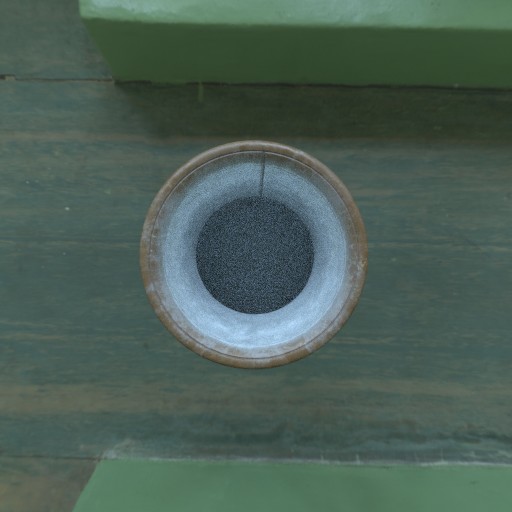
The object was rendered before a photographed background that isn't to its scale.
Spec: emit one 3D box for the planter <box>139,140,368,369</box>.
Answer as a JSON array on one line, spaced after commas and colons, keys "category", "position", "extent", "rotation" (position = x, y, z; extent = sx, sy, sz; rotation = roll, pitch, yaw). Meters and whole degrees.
[{"category": "planter", "position": [0.000, 0.000, 0.518], "extent": [0.215, 0.358, 0.248], "rotation": [0, 90, 1]}]
